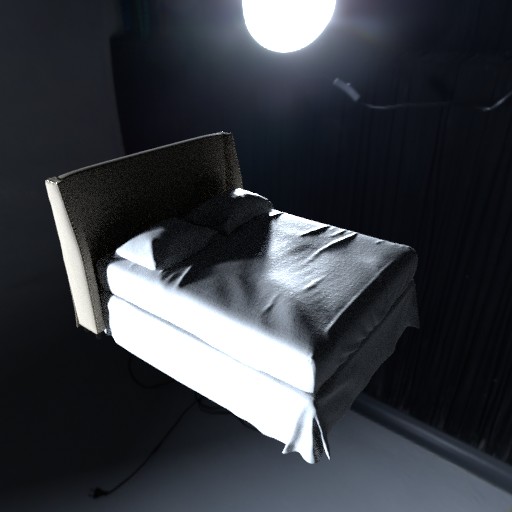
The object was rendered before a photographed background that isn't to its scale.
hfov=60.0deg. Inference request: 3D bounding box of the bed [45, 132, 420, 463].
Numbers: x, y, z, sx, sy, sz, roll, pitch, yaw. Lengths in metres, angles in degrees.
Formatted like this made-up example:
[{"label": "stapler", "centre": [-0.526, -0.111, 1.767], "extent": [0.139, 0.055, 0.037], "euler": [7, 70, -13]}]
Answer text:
[{"label": "bed", "centre": [0.000, 0.000, 3.450], "extent": [2.276, 1.332, 1.925], "euler": [19, 33, 32]}]
